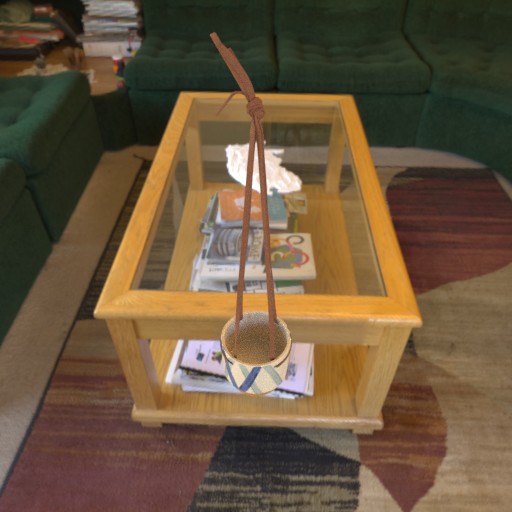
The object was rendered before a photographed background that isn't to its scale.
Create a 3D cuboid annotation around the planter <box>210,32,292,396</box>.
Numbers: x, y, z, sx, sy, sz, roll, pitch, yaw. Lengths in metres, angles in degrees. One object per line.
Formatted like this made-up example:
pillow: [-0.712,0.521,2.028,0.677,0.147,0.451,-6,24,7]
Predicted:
planter: [0.000,0.000,0.800,0.157,0.753,0.153,-11,44,-11]
